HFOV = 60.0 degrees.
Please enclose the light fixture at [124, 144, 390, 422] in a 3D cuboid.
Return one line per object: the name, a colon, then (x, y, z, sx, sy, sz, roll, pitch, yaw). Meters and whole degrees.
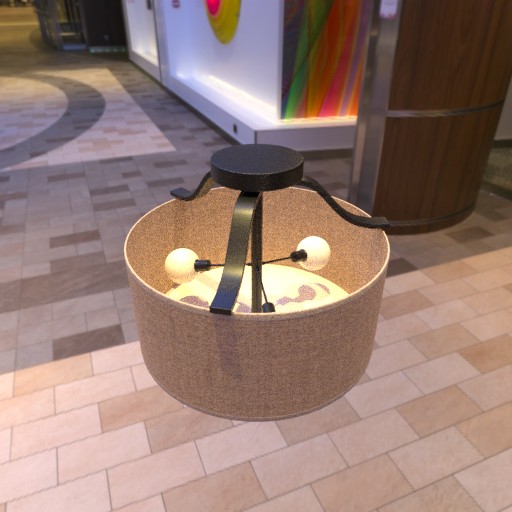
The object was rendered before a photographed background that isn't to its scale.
light fixture: (0.000, 0.000, 0.672, 0.390, 0.306, 0.390, 0, 31, 0)
